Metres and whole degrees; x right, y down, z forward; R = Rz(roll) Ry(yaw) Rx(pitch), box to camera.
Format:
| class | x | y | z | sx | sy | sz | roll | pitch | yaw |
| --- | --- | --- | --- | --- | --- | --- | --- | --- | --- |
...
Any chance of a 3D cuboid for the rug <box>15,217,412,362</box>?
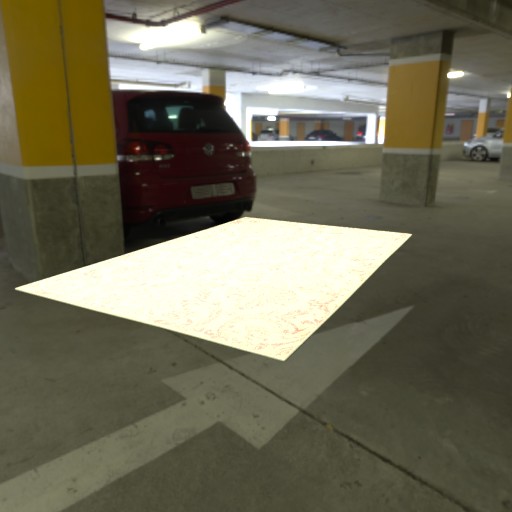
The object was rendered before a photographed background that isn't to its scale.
| class | x | y | z | sx | sy | sz | roll | pitch | yaw |
| --- | --- | --- | --- | --- | --- | --- | --- | --- | --- |
| rug | 0.000 | 0.000 | 3.416 | 1.819 | 0.018 | 2.746 | 8 | 17 | 28 |
